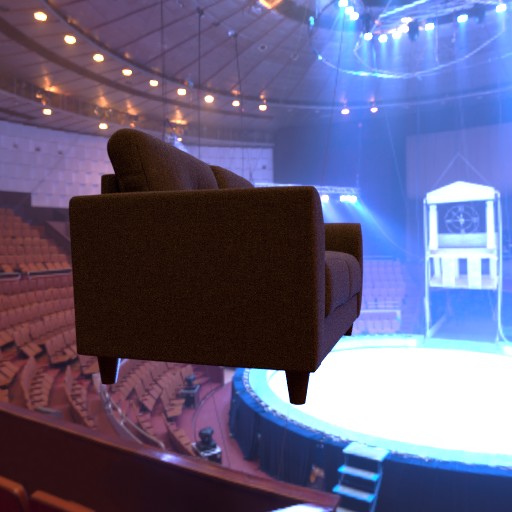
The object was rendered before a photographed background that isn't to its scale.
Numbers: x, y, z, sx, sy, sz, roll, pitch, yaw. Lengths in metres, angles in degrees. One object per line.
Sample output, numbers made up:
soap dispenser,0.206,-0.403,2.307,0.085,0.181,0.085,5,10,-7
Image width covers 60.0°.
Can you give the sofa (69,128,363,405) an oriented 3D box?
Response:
sofa,0.000,0.000,2.006,0.851,0.885,1.423,0,0,18
